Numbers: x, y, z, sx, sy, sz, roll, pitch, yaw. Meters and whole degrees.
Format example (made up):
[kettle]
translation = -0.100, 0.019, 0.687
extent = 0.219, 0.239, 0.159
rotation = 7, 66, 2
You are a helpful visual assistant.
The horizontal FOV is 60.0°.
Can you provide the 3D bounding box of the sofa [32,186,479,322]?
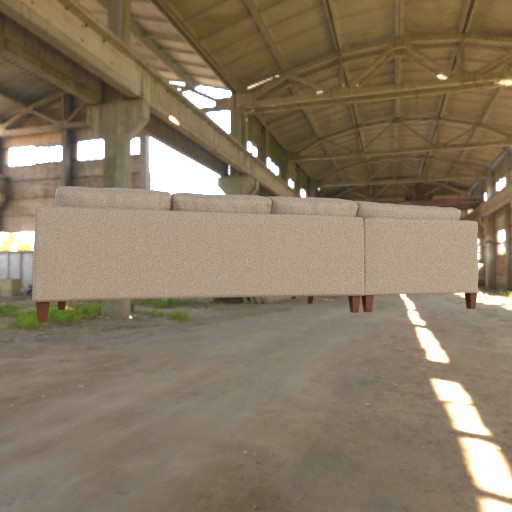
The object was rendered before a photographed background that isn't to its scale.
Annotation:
[sofa]
translation = 0.000, 0.000, 3.792
extent = 3.186, 0.846, 1.625
rotation = 0, -2, -16
